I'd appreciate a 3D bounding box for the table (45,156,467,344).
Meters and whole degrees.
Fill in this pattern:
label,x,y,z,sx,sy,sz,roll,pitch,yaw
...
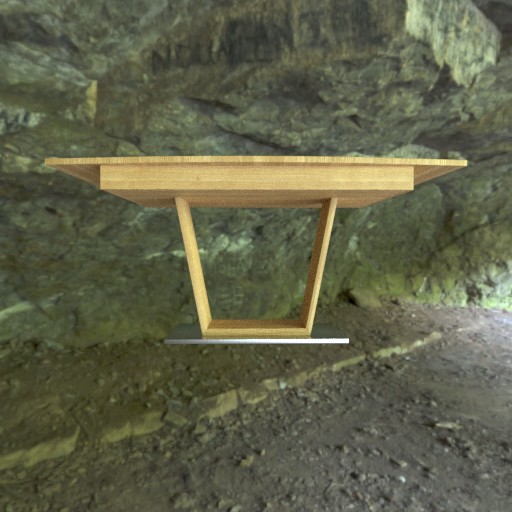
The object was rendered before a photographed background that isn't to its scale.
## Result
label,x,y,z,sx,sy,sz,roll,pitch,yaw
table,0.000,0.000,2.070,1.598,0.748,0.900,0,1,-1
